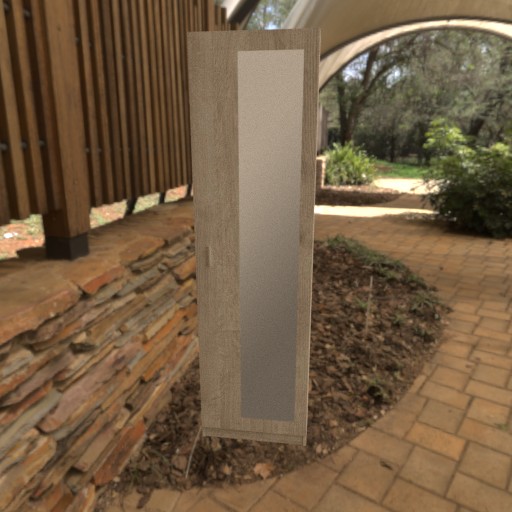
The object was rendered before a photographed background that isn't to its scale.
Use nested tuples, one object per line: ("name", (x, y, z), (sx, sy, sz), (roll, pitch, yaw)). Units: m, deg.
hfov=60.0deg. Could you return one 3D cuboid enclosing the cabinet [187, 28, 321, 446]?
("cabinet", (0.000, 0.000, 1.971), (0.500, 1.790, 0.230), (2, 15, 8))
